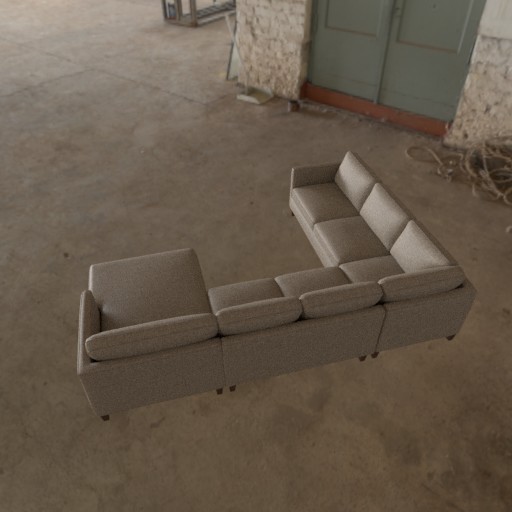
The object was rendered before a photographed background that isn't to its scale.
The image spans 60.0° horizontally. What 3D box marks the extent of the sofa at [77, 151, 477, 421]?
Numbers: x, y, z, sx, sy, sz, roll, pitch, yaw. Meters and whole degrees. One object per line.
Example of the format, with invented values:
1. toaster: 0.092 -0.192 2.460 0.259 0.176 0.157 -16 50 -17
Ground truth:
1. sofa: 0.000 0.000 4.627 3.403 0.889 2.551 -10 42 -11
